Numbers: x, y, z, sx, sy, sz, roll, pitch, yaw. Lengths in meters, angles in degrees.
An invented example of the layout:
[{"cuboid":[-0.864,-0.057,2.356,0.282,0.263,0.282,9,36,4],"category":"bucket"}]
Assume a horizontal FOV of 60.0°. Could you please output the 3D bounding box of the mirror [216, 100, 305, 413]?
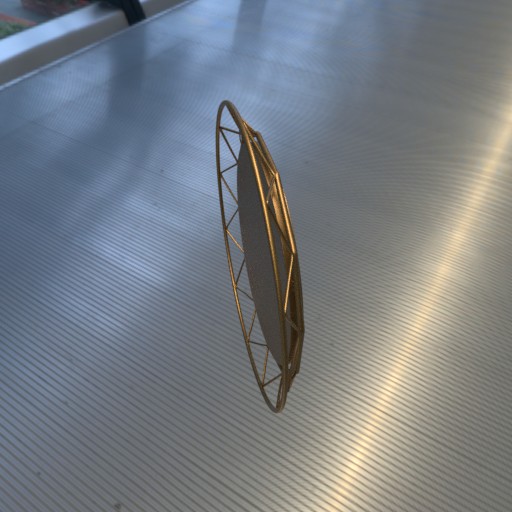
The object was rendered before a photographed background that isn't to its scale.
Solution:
[{"cuboid":[0.000,0.000,0.675,0.043,0.454,0.454,-10,46,-9],"category":"mirror"}]
